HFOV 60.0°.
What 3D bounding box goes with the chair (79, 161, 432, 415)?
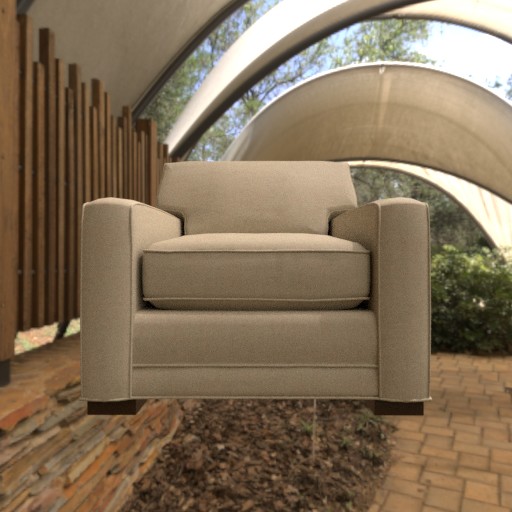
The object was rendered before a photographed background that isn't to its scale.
[{"bbox_3d":[0.000,0.000,1.747,0.998,0.913,1.043,0,0,0],"label":"chair"}]
